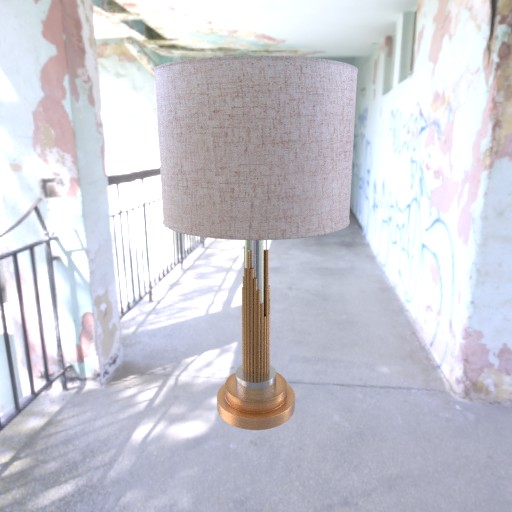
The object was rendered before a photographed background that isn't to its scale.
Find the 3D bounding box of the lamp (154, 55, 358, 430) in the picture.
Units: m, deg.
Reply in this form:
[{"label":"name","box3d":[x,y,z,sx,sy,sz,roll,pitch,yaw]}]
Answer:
[{"label":"lamp","box3d":[0.000,0.000,0.793,0.321,0.610,0.321,2,15,8]}]
